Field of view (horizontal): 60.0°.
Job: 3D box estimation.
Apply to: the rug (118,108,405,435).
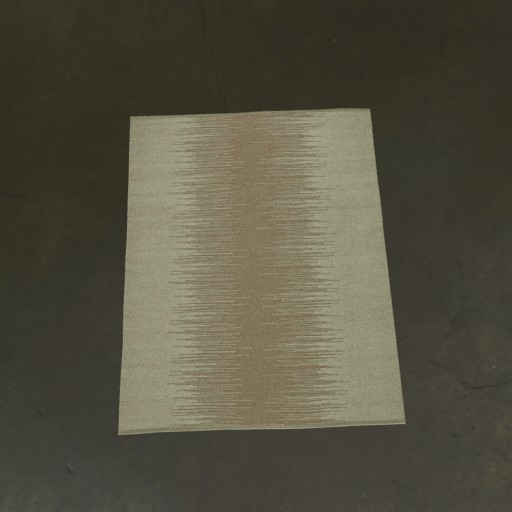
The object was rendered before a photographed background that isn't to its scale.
[{"bbox_3d":[0.000,0.000,4.141,2.438,0.013,3.048,-2,76,-1],"label":"rug"}]
